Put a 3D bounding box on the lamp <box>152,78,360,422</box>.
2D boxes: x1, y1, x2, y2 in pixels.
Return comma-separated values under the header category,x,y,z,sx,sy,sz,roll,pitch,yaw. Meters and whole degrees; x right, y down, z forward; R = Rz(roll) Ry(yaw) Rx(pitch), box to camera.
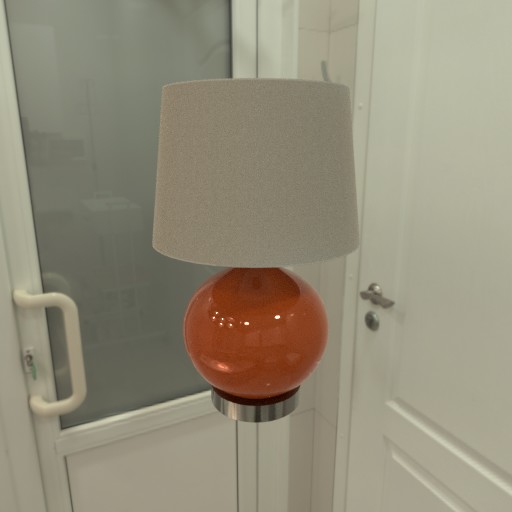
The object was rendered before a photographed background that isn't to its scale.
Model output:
category,x,y,z,sx,sy,sz,roll,pitch,yaw
lamp,0.000,0.000,0.545,0.247,0.387,0.247,0,15,0
